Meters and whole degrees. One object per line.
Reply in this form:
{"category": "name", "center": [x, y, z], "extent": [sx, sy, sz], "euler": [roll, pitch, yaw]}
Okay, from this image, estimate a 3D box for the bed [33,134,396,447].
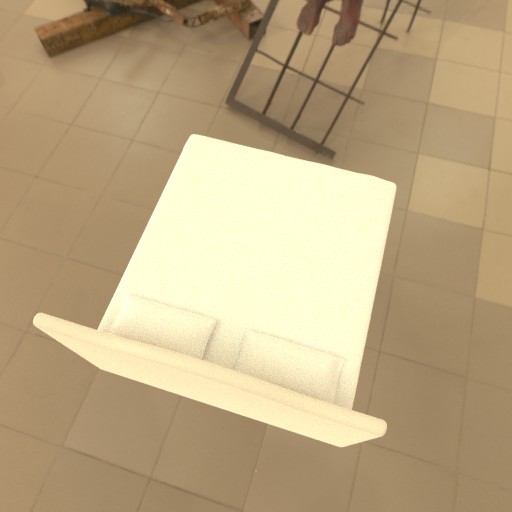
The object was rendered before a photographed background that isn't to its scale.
{"category": "bed", "center": [0.000, 0.000, 3.435], "extent": [2.083, 1.421, 2.182], "euler": [15, 65, 7]}
